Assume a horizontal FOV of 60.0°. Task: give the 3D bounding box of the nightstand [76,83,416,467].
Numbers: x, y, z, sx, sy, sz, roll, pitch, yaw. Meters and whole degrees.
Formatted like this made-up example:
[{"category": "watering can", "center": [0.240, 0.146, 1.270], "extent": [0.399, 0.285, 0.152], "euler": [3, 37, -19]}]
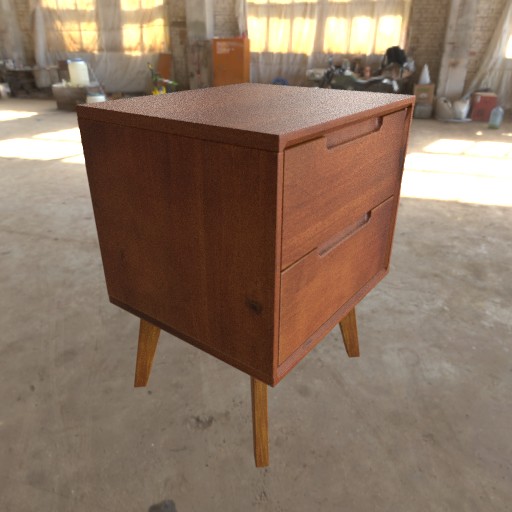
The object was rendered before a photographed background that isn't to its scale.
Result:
[{"category": "nightstand", "center": [0.000, 0.000, 0.922], "extent": [0.411, 0.618, 0.460], "euler": [19, 32, 32]}]
